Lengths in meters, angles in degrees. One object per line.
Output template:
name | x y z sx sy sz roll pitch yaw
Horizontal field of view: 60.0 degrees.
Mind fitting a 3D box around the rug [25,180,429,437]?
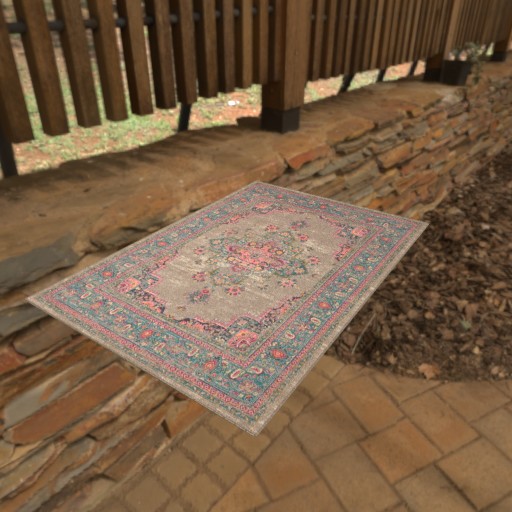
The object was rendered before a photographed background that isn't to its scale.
rug | 0.000 0.000 3.676 2.005 0.013 2.890 19 35 30
